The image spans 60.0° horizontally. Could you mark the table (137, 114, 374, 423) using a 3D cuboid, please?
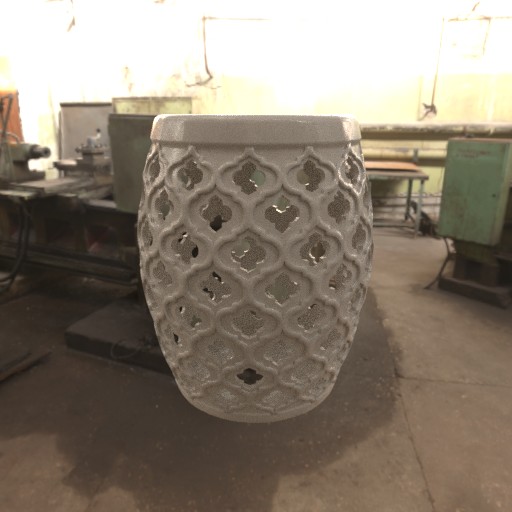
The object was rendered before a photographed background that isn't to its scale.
[{"bbox_3d":[0.000,0.000,0.638,0.325,0.388,0.325,0,18,0],"label":"table"}]
